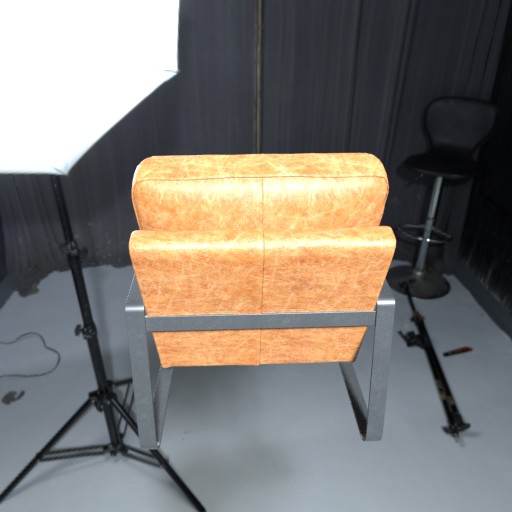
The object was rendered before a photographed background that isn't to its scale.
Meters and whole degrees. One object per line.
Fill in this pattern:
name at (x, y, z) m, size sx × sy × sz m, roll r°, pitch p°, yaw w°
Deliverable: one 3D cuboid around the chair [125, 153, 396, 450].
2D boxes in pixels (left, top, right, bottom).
chair at (0.000, 0.000, 1.367) m, size 0.651 × 0.777 × 0.801 m, roll -1°, pitch 29°, yaw -2°
